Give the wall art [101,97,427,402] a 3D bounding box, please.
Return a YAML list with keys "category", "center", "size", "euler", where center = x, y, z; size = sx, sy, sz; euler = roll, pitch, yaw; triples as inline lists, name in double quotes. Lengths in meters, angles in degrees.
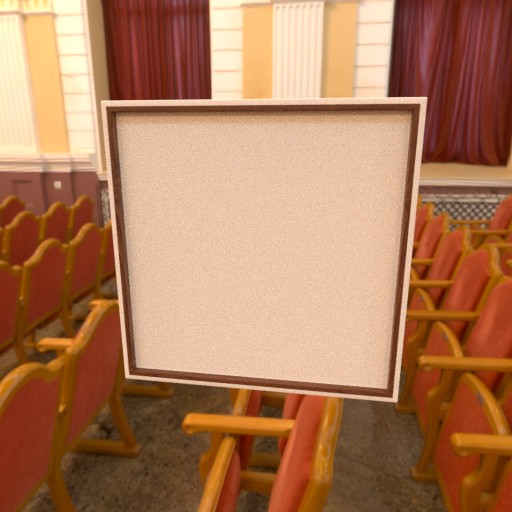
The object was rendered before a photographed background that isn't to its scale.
- category: "wall art"
  center: [0.000, 0.000, 1.135]
  size: [0.757, 0.757, 0.037]
  euler: [2, 16, 9]
